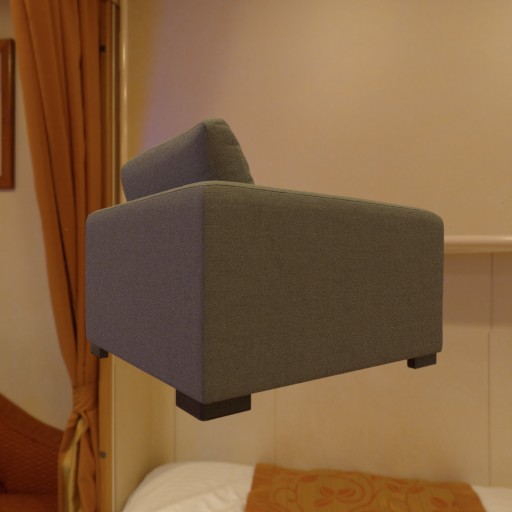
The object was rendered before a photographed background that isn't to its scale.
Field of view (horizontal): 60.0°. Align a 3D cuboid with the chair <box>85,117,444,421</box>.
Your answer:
[{"bbox_3d":[0.000,0.000,1.849,1.100,0.847,1.070,0,0,-36],"label":"chair"}]
